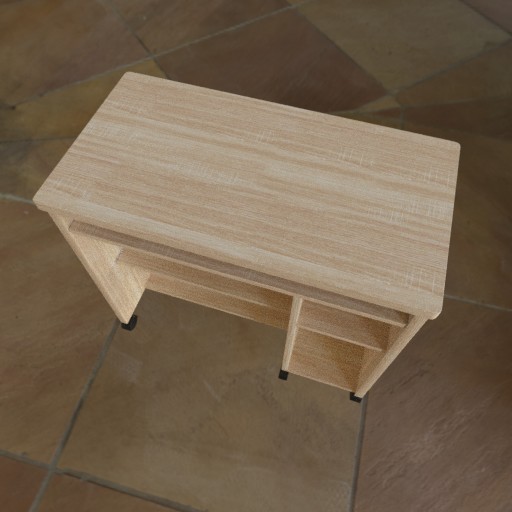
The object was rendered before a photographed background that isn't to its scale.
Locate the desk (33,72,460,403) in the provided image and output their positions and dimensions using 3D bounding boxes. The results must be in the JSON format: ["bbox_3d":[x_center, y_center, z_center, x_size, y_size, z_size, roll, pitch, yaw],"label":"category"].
[{"bbox_3d":[0.000,0.000,1.348,0.884,0.770,0.480,15,60,9],"label":"desk"}]
